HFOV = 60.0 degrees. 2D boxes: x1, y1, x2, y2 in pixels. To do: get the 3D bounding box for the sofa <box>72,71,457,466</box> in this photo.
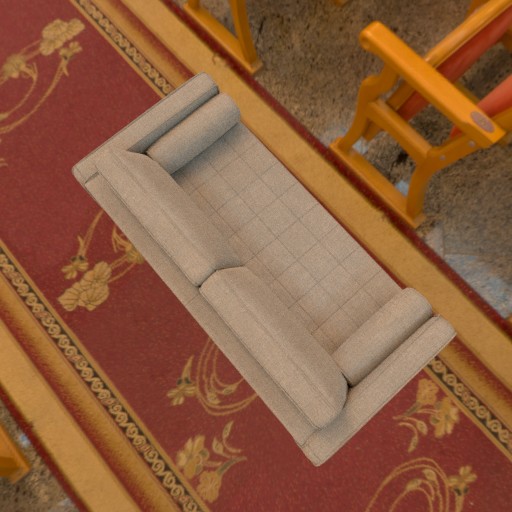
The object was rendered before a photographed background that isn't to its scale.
[{"bbox_3d":[0.000,0.000,2.325,0.914,0.762,1.879,-40,79,-9],"label":"sofa"}]
